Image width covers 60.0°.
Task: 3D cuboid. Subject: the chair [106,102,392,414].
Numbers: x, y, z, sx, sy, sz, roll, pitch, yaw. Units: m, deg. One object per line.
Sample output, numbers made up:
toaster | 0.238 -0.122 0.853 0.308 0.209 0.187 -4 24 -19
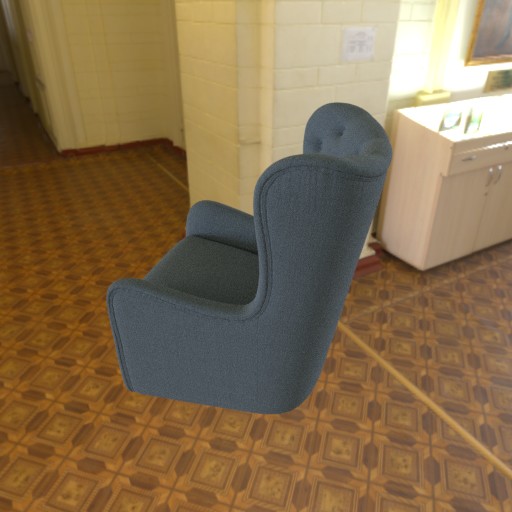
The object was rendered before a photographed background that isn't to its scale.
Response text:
chair | 0.000 0.000 1.782 0.930 1.079 0.831 8 30 14
